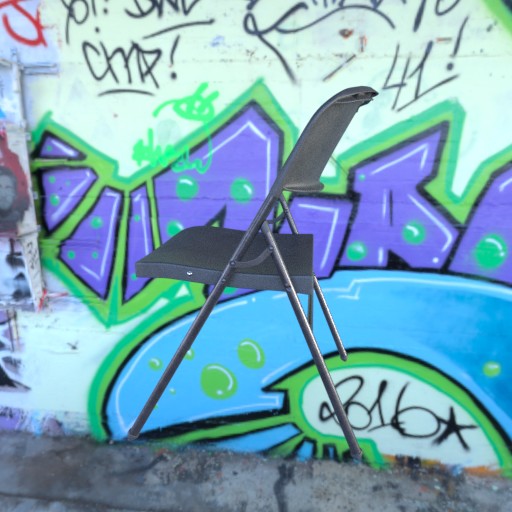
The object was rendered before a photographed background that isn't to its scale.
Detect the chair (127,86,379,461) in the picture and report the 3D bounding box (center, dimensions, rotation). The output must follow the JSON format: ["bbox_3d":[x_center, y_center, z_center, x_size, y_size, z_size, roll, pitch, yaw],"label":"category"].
[{"bbox_3d":[0.000,0.000,1.160,0.567,0.810,0.494,2,15,7],"label":"chair"}]
